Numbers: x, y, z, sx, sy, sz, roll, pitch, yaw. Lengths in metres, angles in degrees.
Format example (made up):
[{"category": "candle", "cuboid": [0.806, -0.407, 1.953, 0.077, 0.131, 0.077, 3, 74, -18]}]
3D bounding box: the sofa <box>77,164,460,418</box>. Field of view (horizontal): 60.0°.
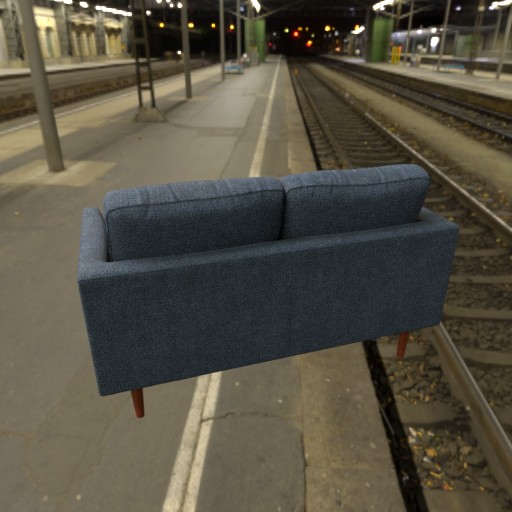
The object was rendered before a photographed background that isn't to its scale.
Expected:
[{"category": "sofa", "cuboid": [0.000, 0.000, 2.148, 1.582, 0.944, 0.903, -8, 26, -16]}]
